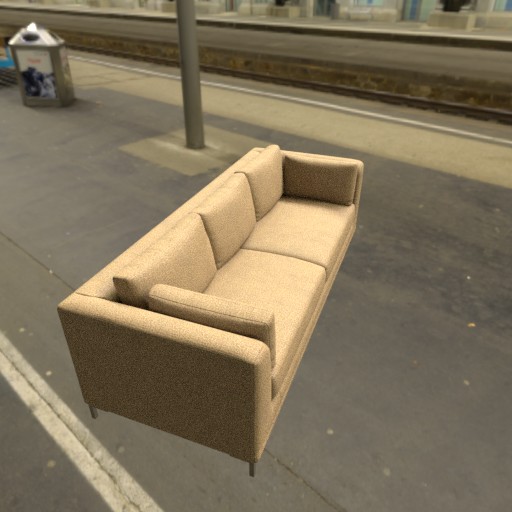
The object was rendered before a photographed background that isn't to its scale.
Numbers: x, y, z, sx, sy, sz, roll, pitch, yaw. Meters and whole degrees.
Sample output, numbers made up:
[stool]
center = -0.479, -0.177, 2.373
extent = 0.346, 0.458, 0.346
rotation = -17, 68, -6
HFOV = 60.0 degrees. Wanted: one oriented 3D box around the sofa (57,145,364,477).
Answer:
[sofa]
center = 0.000, 0.000, 2.931
extent = 0.969, 0.867, 2.415
rotation = 11, 33, 18
